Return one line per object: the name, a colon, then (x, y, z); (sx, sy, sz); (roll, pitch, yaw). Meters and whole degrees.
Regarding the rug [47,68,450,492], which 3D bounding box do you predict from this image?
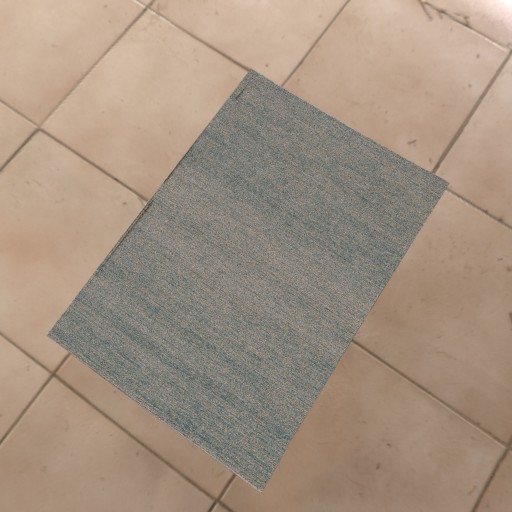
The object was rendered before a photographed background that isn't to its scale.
rug: (0.000, 0.000, 2.872); (1.613, 0.030, 2.306); (33, 79, 7)
